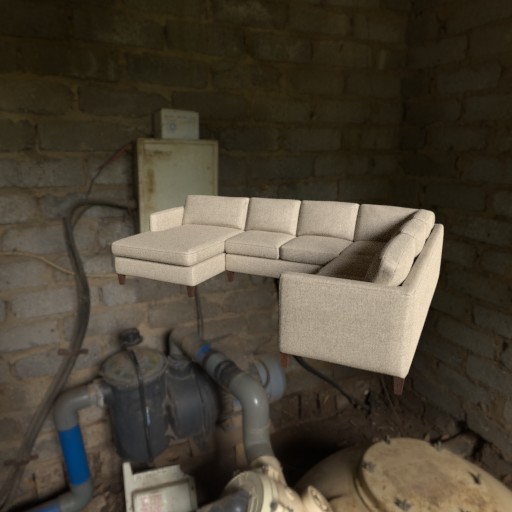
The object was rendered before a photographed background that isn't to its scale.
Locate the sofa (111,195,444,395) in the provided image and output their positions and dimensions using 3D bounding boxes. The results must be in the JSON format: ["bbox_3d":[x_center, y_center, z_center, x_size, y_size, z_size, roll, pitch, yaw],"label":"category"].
[{"bbox_3d":[0.000,0.000,4.647,3.460,0.959,2.593,7,16,25],"label":"sofa"}]
